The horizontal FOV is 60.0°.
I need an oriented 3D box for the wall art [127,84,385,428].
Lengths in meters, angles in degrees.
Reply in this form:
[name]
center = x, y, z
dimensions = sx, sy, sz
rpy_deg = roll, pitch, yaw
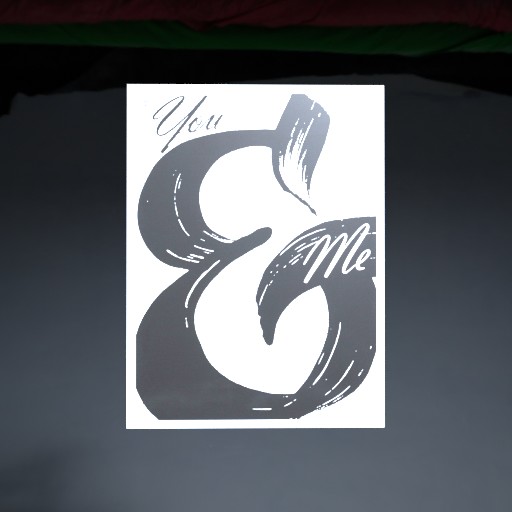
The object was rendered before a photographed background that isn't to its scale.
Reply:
[wall art]
center = 0.000, 0.000, 0.789
dimensions = 0.457, 0.609, 0.003
rpy_deg = 0, 0, -1
